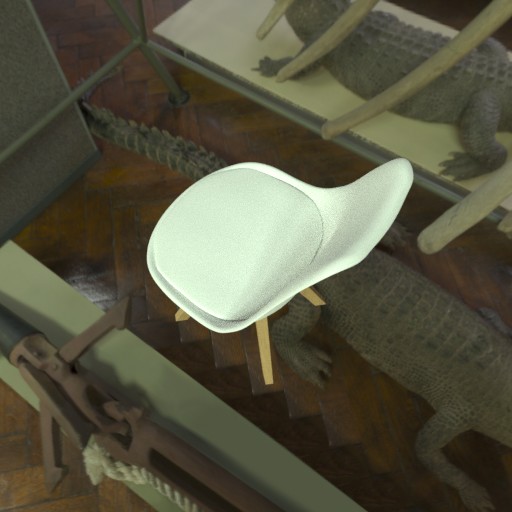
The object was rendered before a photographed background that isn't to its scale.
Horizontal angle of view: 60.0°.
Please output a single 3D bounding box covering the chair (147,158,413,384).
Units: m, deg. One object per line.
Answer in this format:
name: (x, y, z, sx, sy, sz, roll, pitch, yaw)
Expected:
chair: (0.000, 0.000, 1.172, 0.550, 0.849, 0.485, 31, 67, 15)
